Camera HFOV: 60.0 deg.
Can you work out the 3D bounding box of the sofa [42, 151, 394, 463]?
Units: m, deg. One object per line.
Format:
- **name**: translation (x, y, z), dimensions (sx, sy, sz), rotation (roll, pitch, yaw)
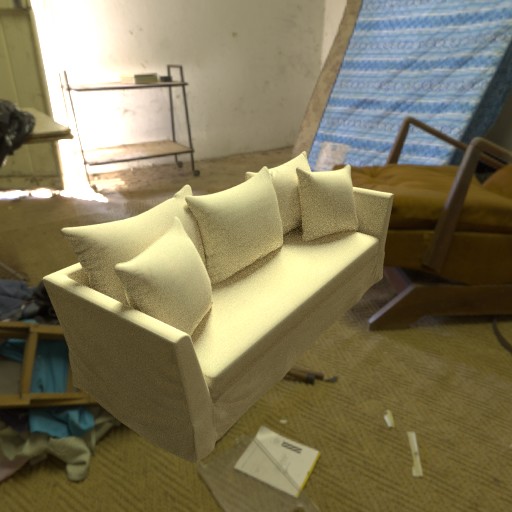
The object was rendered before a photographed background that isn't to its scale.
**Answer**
- **sofa**: translation (0.000, 0.000, 3.046), dimensions (1.030, 1.042, 2.484), rotation (17, 30, 32)
